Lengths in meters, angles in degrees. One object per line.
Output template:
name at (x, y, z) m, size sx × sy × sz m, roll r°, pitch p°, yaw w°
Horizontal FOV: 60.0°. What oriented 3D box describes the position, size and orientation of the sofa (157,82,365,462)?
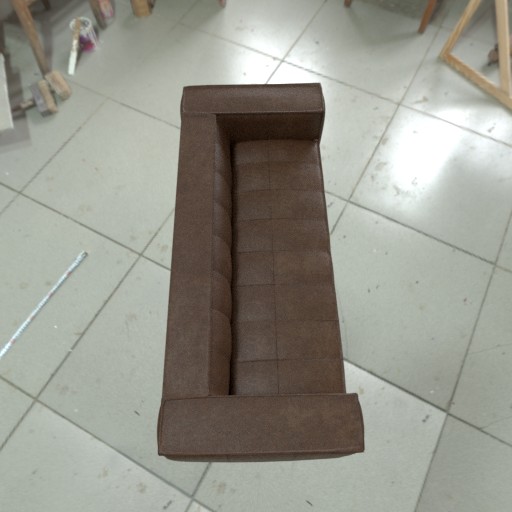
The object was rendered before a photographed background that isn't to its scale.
sofa at (0.000, 0.000, 3.061) m, size 1.102 × 0.701 × 2.581 m, roll -1°, pitch 64°, yaw -1°
